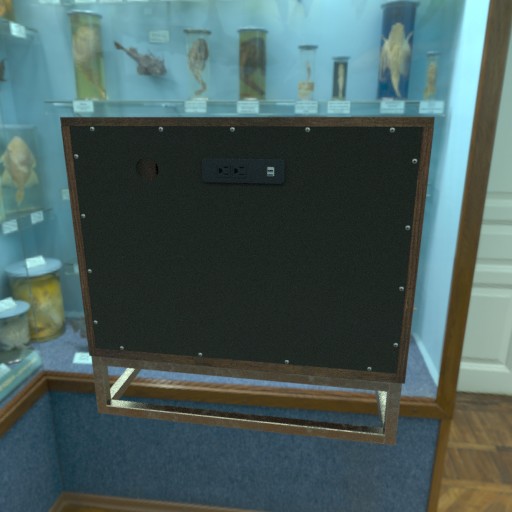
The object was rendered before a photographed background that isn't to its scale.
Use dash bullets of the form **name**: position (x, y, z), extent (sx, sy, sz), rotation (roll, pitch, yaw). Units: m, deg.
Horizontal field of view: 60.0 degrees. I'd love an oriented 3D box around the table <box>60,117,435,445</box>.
- **table**: position (0.000, 0.000, 1.248), extent (0.767, 0.746, 0.542), rotation (3, 17, 9)
